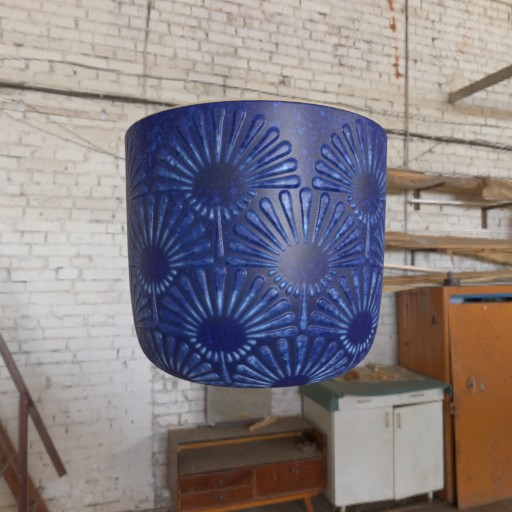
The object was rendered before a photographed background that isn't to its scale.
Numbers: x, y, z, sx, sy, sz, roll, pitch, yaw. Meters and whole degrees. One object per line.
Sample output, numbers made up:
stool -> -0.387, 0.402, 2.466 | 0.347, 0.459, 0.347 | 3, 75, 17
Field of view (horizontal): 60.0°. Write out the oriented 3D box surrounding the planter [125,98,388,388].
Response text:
planter -> 0.000, 0.000, 0.216 | 0.124, 0.109, 0.124 | 0, -2, 0
